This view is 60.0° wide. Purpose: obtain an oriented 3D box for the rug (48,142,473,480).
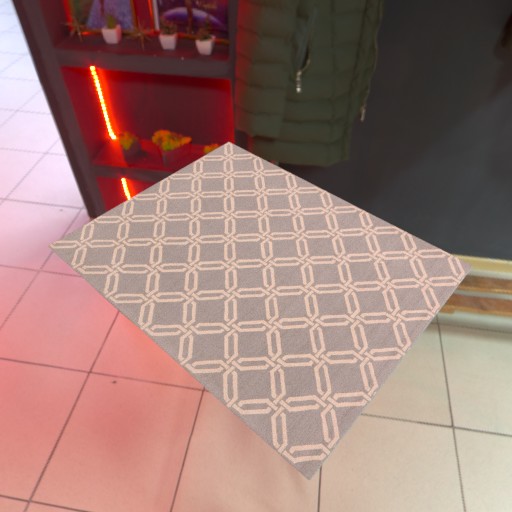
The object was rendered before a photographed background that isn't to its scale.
[{"bbox_3d":[0.000,0.000,3.838,2.895,0.018,2.288,33,54,28],"label":"rug"}]
